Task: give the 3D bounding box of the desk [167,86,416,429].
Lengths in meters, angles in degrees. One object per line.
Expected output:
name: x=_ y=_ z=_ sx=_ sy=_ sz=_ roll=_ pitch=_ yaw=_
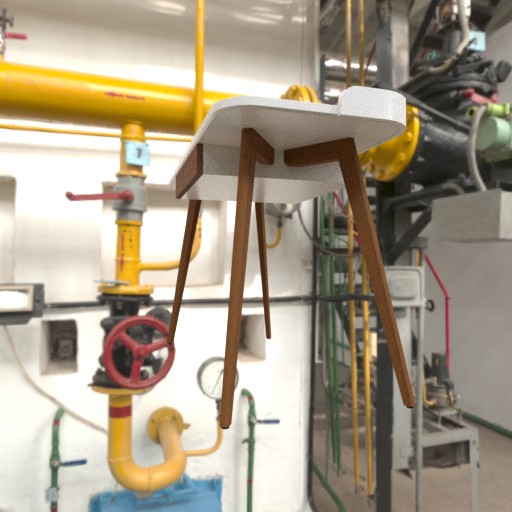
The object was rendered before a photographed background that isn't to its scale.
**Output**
desk: x=0.000 y=0.000 z=1.628 sx=0.534 sy=0.807 sz=1.206 roll=0 pitch=-1 yaw=-17
